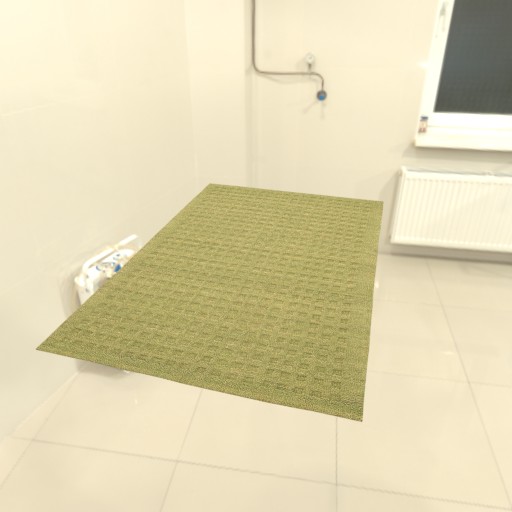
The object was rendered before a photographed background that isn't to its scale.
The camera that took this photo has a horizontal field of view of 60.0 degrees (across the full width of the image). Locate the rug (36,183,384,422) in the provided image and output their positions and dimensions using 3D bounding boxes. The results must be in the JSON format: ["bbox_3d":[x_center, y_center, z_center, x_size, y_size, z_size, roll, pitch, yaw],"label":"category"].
[{"bbox_3d":[0.000,0.000,2.874,1.529,0.007,2.297,8,31,14],"label":"rug"}]
